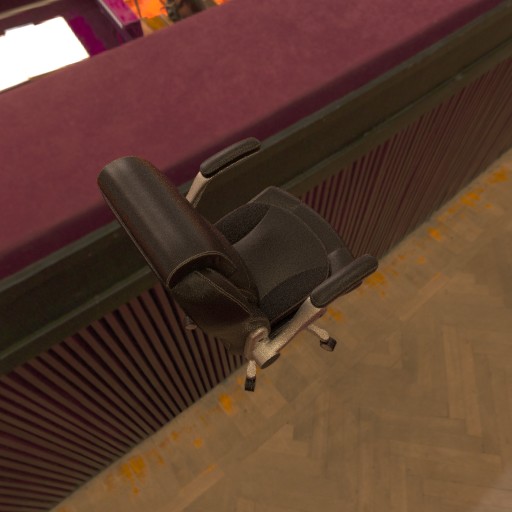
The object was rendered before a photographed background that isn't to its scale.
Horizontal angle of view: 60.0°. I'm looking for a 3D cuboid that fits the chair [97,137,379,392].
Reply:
[{"bbox_3d":[0.000,0.000,1.663,0.801,1.141,0.724,-32,64,-17],"label":"chair"}]
